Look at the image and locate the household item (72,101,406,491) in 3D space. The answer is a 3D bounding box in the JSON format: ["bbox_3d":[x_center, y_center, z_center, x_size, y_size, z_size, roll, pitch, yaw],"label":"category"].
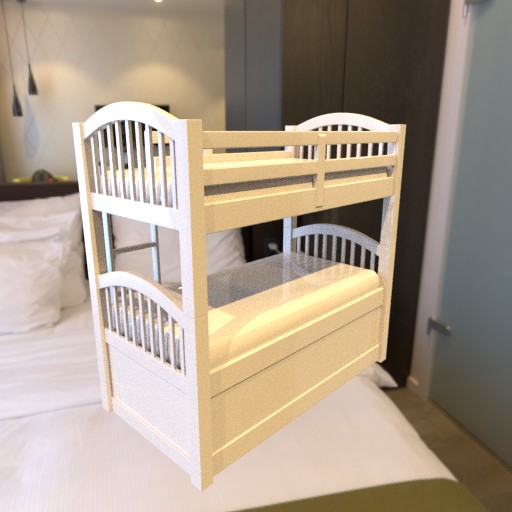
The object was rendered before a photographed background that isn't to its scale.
[{"bbox_3d":[0.000,0.000,3.220,1.143,2.032,2.032,15,21,42],"label":"household item"}]
